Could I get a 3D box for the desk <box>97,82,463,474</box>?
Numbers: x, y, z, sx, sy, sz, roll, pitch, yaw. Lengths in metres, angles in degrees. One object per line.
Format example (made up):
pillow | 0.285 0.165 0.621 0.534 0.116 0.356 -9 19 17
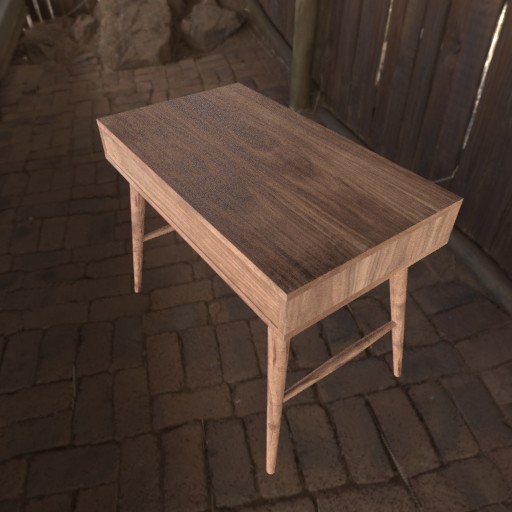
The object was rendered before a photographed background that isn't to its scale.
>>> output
desk | 0.000 0.000 1.475 0.588 0.758 0.949 -26 47 -26
